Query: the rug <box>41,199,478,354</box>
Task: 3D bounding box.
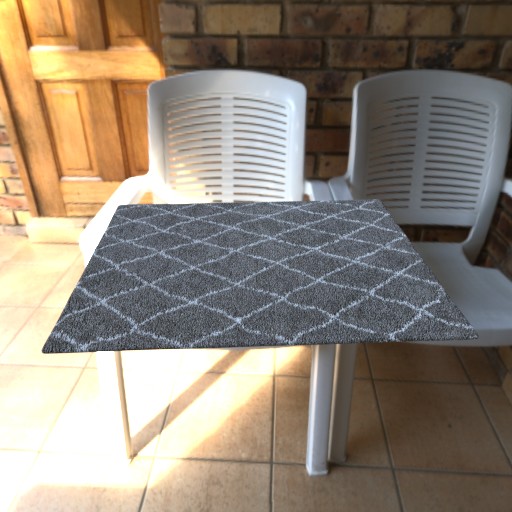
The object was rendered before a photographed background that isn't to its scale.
[{"bbox_3d":[0.000,0.000,4.108,3.047,0.029,2.438,-1,31,-2],"label":"rug"}]
